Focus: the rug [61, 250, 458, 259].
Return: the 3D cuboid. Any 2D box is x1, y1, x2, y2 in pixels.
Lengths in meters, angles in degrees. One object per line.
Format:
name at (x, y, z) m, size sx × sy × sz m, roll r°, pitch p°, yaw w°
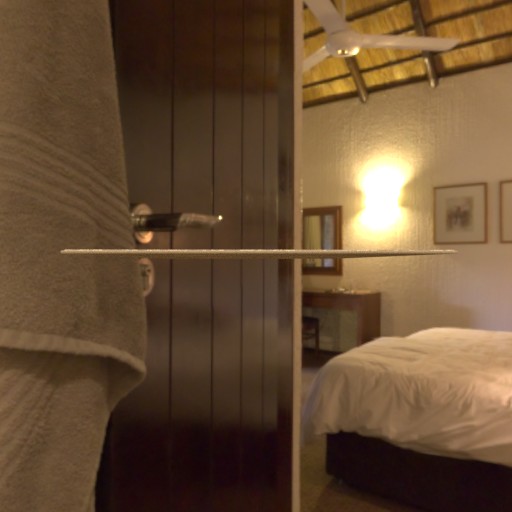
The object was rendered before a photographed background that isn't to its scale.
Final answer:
rug at (0.000, 0.000, 3.390) m, size 1.819 × 0.018 × 2.746 m, roll 0°, pitch -1°, yaw -1°
